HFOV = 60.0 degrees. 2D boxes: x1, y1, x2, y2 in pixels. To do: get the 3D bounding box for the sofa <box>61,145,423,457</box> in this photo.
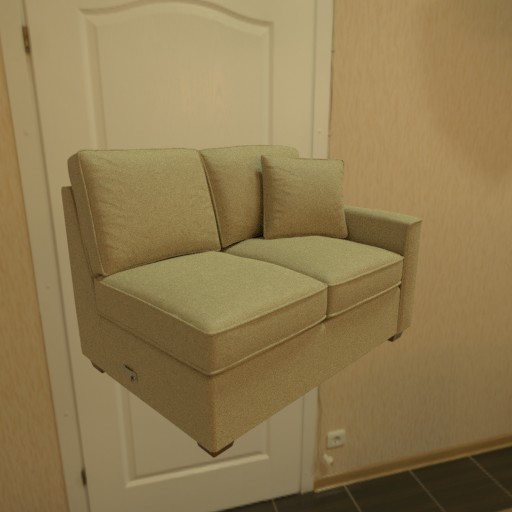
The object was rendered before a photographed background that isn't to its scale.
[{"bbox_3d":[0.000,0.000,2.067,0.991,0.989,1.388,15,22,43],"label":"sofa"}]
